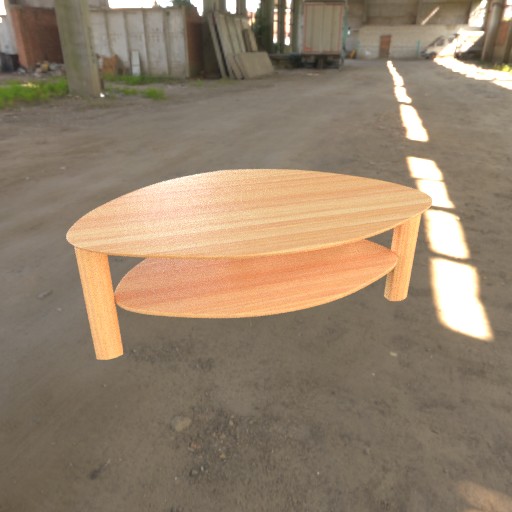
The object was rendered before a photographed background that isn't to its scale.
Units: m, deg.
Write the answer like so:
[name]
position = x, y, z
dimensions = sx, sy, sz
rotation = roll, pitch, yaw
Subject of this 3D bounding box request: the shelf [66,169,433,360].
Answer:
[shelf]
position = 0.000, 0.000, 1.666
dimensions = 1.246, 0.440, 0.845
rotation = -9, 28, -17
